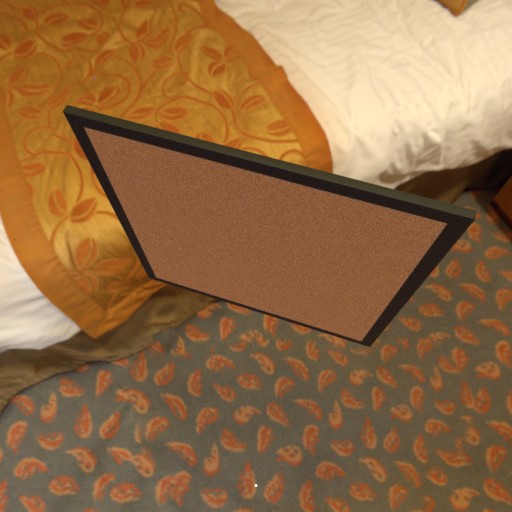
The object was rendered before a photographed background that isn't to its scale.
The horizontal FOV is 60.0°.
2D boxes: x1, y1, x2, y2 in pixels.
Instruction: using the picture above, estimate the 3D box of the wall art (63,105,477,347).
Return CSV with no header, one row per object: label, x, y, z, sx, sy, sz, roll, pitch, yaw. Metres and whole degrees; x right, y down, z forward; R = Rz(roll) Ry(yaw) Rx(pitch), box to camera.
wall art,0.000,0.000,0.972,0.663,0.659,0.016,16,64,8
